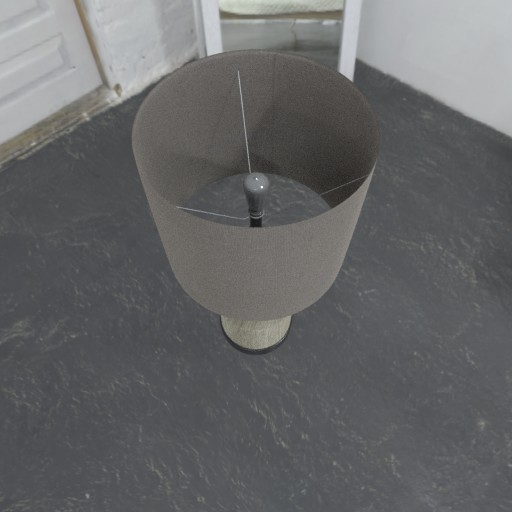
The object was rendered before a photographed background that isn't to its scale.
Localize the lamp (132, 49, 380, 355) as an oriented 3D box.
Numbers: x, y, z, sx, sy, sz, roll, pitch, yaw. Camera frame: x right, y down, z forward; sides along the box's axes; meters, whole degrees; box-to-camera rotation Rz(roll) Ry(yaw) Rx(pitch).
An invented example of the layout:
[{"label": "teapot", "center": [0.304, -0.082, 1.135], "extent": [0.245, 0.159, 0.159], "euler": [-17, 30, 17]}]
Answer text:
[{"label": "lamp", "center": [0.000, 0.000, 0.610], "extent": [0.229, 0.470, 0.229], "euler": [17, 61, 10]}]
